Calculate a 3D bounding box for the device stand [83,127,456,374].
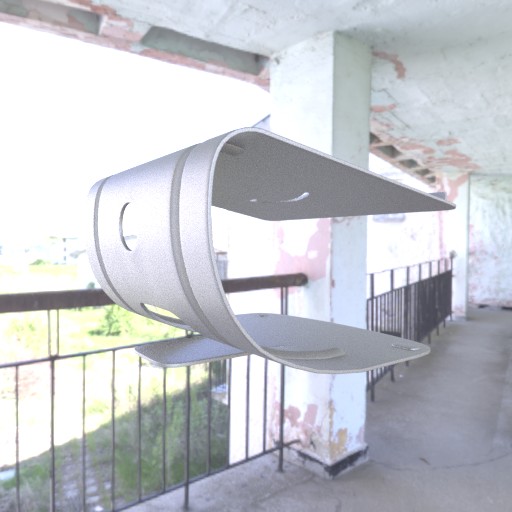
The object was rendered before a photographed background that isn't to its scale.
[{"bbox_3d":[0.000,0.000,0.399,0.236,0.155,0.256,-1,2,-36],"label":"device stand"}]
